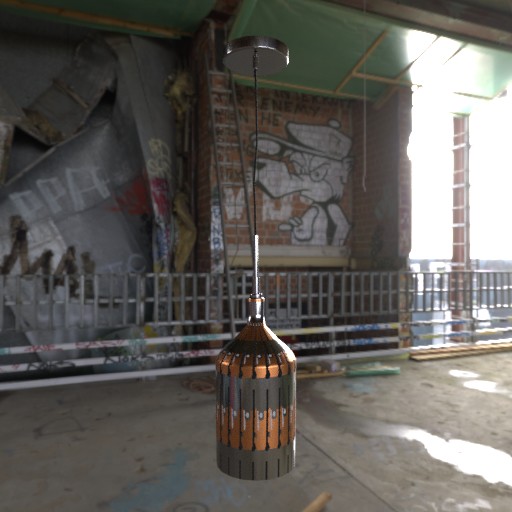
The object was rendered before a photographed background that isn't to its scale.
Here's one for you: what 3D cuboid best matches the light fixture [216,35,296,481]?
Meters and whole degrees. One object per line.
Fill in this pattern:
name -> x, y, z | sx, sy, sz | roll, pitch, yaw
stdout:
light fixture -> 0.000, 0.000, 1.666 | 0.303, 1.535, 0.303 | 0, 0, 0
